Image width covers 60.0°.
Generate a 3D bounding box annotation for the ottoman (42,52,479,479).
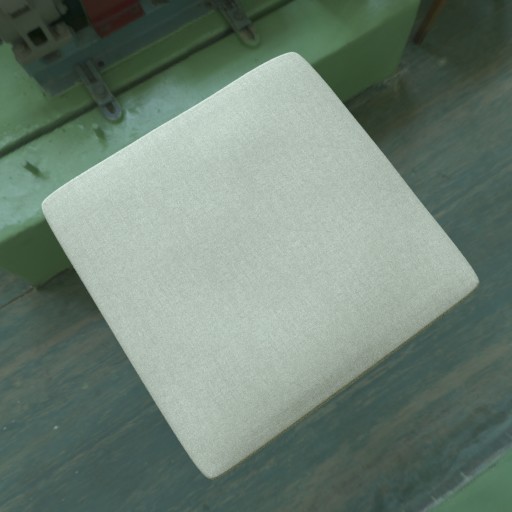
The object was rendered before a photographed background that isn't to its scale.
[{"bbox_3d":[0.000,0.000,1.284,0.843,0.436,0.840,-34,80,-7],"label":"ottoman"}]
